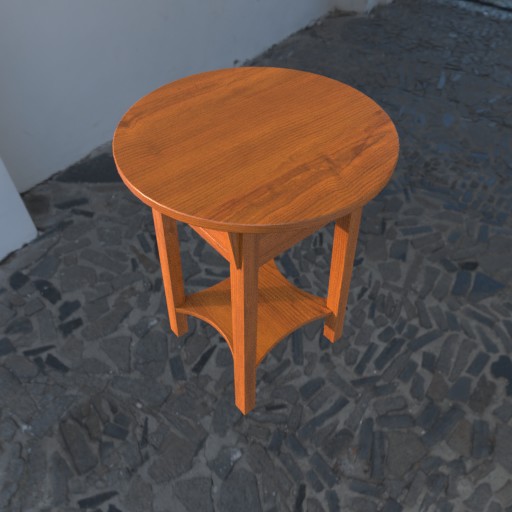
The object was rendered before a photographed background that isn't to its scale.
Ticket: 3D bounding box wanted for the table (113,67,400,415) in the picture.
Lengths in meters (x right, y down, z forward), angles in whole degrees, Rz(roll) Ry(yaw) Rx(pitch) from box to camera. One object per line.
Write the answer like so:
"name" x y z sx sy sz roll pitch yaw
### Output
"table" 0.000 0.000 0.945 0.457 0.610 0.457 0 47 0
